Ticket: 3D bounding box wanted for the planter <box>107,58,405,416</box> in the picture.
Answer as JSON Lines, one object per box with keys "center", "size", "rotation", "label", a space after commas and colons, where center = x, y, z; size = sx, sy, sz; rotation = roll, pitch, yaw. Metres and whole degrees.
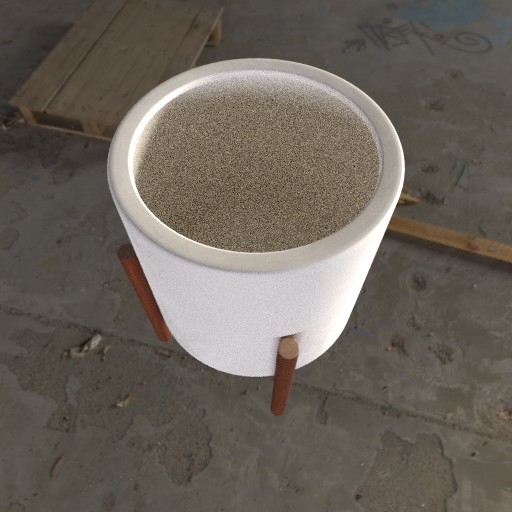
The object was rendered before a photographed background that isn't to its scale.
{"center": [0.000, 0.000, 0.875], "size": [0.421, 0.581, 0.420], "rotation": [31, 63, 18], "label": "planter"}
